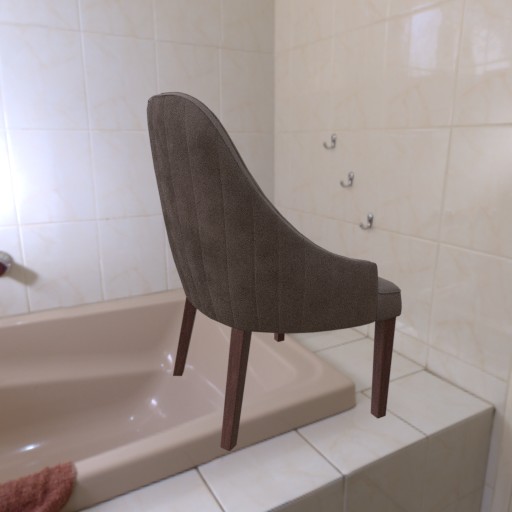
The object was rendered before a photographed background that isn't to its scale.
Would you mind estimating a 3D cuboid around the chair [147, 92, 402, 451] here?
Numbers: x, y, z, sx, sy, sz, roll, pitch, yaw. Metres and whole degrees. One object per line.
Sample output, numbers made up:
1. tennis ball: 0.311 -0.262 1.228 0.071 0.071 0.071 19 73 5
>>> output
1. chair: 0.000 0.000 1.319 0.575 0.889 0.643 -7 16 -27
